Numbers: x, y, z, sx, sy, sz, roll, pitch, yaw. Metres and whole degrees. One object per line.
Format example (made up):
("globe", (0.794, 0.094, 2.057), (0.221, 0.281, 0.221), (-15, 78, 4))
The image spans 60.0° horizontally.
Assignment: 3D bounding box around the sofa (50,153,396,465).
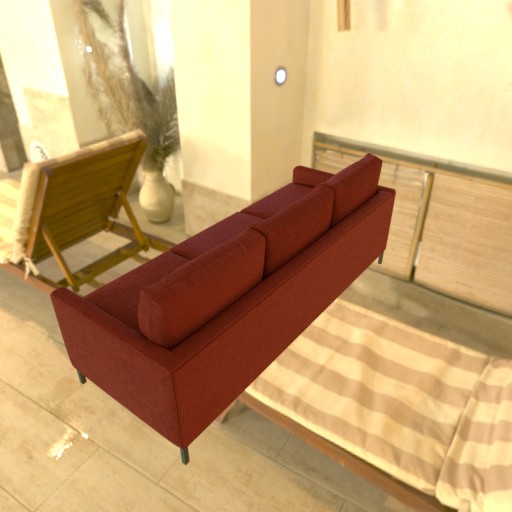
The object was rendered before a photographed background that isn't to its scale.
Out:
("sofa", (0.000, 0.000, 2.763), (0.875, 0.879, 2.252), (22, 38, 31))
